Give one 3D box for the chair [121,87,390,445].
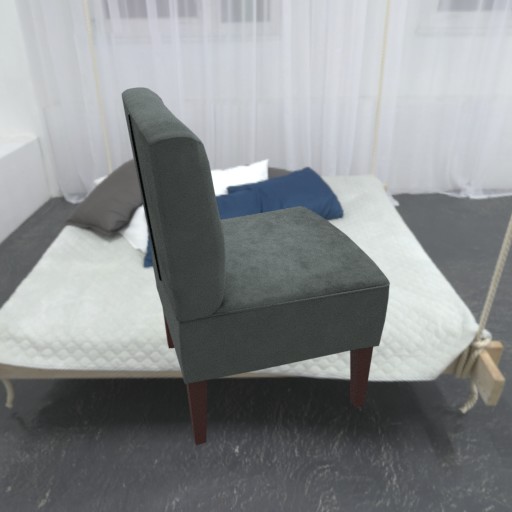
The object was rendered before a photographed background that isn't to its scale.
[{"bbox_3d":[0.000,0.000,1.160,0.554,0.806,0.521,-10,31,-17],"label":"chair"}]
